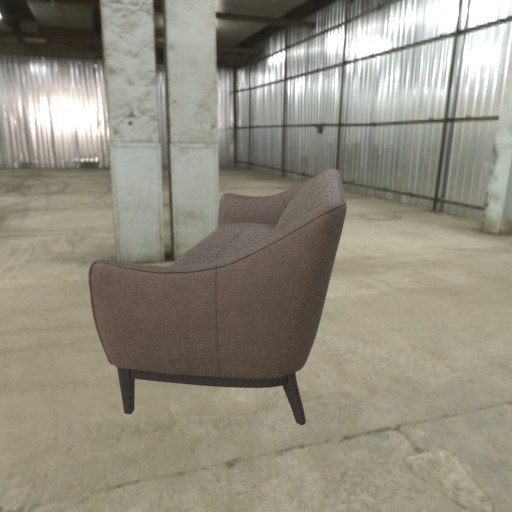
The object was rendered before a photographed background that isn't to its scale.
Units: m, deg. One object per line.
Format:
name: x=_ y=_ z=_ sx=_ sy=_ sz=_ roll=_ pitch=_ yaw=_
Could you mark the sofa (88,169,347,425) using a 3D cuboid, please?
sofa: x=0.000 y=0.000 z=2.366 sx=0.869 sy=0.831 sz=1.928 roll=2 pitch=15 yaw=9
